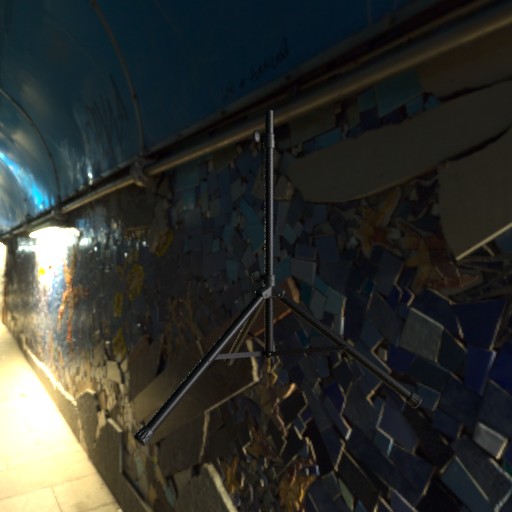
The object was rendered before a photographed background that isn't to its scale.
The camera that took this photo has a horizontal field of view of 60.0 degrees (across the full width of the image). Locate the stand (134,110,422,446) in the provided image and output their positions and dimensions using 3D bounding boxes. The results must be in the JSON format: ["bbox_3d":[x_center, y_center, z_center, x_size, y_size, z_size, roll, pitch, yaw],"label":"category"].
[{"bbox_3d":[0.000,0.000,1.885,1.045,1.136,0.907,0,0,-18],"label":"stand"}]
